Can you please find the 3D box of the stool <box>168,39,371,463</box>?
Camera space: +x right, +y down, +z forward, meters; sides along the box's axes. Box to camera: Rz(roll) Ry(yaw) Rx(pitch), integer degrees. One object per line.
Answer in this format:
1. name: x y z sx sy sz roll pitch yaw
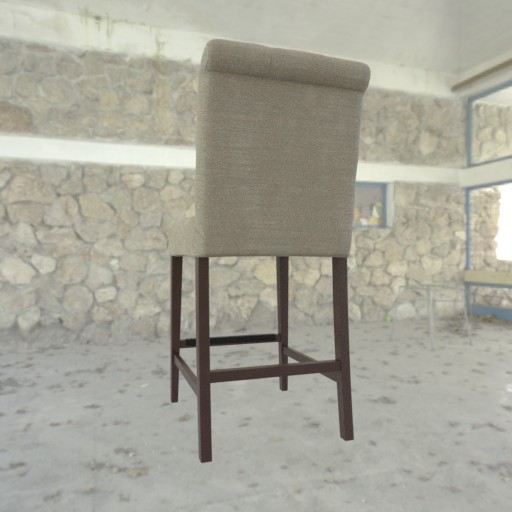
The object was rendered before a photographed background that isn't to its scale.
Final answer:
1. stool: 0.000 0.000 1.444 0.486 1.084 0.660 0 0 -19
